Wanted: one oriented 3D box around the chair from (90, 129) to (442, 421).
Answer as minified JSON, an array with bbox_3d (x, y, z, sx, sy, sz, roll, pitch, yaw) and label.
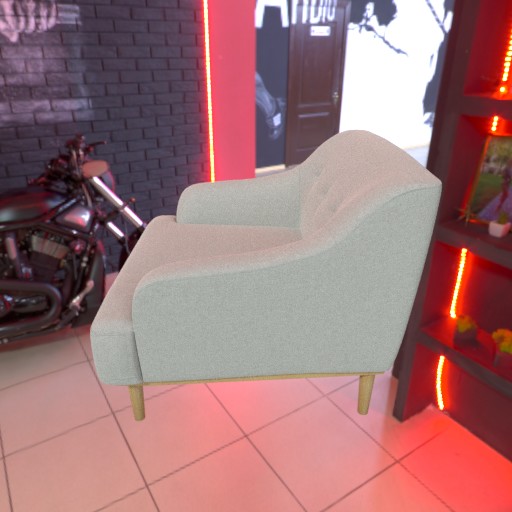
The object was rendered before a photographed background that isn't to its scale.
[{"bbox_3d":[0.000,0.000,1.626,0.951,0.818,0.946,0,25,0],"label":"chair"}]
